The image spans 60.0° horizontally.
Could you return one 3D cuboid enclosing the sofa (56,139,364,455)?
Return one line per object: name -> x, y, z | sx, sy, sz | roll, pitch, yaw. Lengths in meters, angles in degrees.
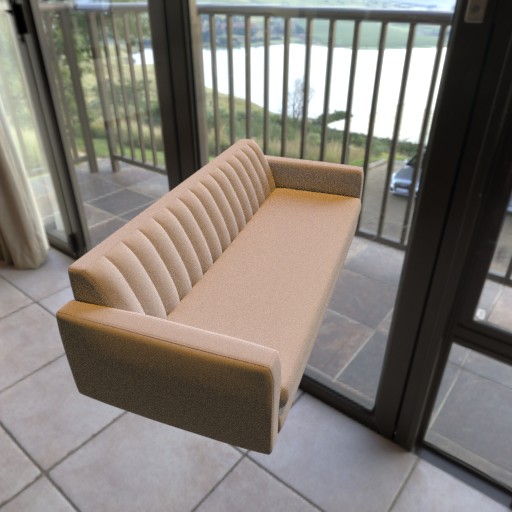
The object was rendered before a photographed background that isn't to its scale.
sofa -> 0.000, 0.000, 2.714 | 0.990, 0.821, 2.291 | 11, 33, 17
